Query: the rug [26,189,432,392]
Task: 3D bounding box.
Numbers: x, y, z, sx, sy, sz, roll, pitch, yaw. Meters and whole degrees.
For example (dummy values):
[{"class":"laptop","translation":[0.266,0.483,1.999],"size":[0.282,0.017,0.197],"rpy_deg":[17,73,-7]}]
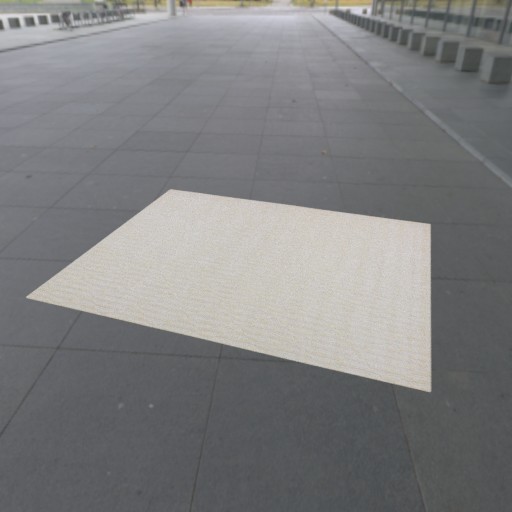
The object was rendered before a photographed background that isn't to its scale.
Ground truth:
[{"class":"rug","translation":[0.000,0.000,4.087],"size":[3.055,0.021,2.410],"rpy_deg":[10,32,16]}]
